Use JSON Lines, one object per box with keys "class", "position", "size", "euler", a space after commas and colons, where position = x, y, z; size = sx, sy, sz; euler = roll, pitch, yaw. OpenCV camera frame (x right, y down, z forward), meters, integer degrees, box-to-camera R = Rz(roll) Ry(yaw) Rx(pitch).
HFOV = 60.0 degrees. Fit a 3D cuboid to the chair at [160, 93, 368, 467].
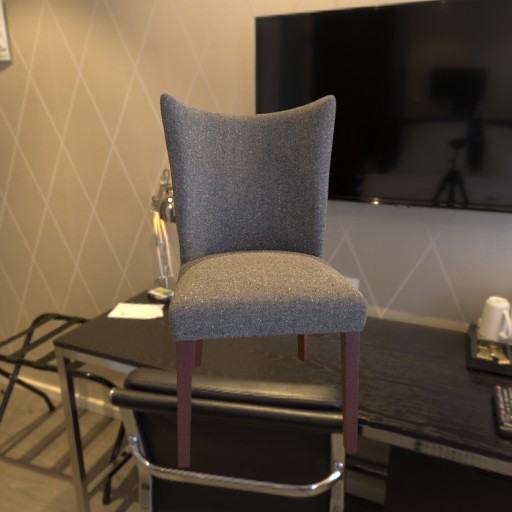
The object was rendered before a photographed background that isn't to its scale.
{"class": "chair", "position": [0.000, 0.000, 1.311], "size": [0.535, 0.924, 0.623], "euler": [-2, 17, -6]}
